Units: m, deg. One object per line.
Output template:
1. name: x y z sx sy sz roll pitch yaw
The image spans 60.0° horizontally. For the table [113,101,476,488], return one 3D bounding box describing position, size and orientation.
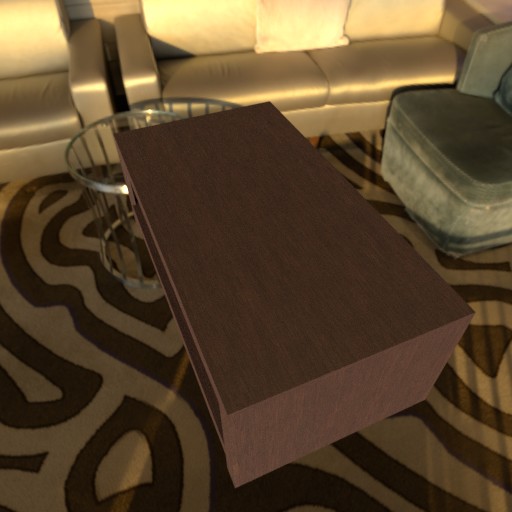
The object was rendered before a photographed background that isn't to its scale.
1. table: 0.000 0.000 1.415 0.597 0.424 1.099 -17 48 -16
